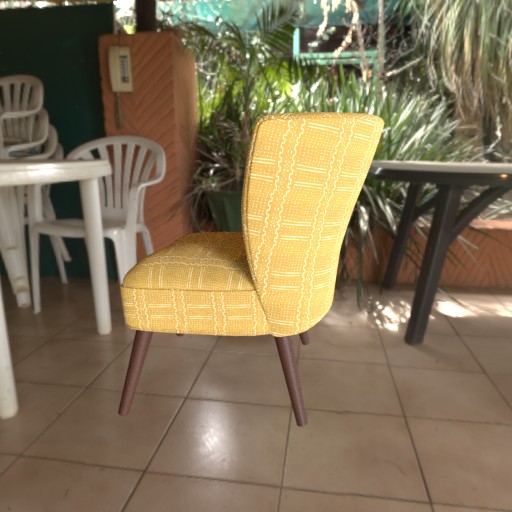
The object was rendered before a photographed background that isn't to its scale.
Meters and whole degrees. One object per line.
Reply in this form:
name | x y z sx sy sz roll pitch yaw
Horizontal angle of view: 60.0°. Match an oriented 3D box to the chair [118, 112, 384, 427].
chair | 0.000 0.000 1.449 0.758 0.866 0.706 2 14 7
